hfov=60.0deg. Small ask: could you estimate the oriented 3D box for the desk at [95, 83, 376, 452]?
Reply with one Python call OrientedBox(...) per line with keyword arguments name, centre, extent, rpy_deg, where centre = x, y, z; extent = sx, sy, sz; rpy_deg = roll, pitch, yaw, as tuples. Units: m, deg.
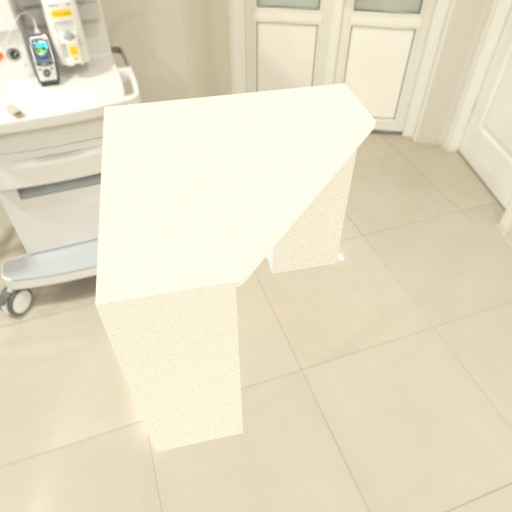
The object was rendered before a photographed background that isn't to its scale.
OrientedBox(name="desk", centre=(0.000, 0.000, 1.651), extent=(0.926, 0.818, 0.940), rpy_deg=(-9, 46, -9))
